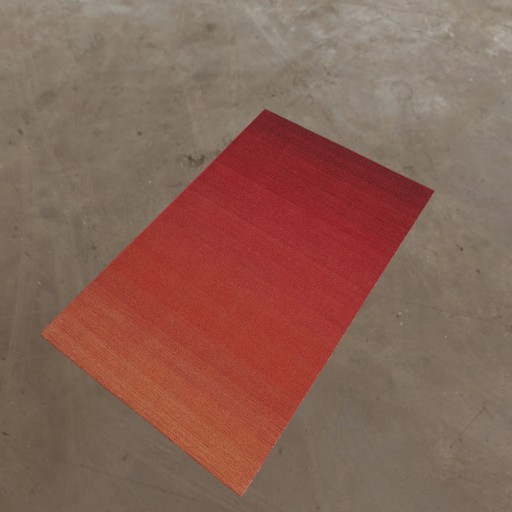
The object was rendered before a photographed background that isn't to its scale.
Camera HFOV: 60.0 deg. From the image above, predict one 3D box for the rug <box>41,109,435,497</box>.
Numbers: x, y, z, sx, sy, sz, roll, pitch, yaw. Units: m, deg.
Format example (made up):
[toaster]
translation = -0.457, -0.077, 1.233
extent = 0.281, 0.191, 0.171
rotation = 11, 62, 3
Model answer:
[rug]
translation = 0.000, 0.000, 3.002
extent = 1.531, 0.010, 2.442
rotation = 31, 64, 17
